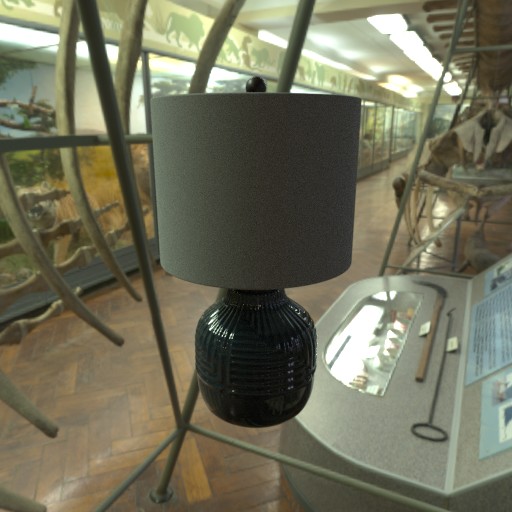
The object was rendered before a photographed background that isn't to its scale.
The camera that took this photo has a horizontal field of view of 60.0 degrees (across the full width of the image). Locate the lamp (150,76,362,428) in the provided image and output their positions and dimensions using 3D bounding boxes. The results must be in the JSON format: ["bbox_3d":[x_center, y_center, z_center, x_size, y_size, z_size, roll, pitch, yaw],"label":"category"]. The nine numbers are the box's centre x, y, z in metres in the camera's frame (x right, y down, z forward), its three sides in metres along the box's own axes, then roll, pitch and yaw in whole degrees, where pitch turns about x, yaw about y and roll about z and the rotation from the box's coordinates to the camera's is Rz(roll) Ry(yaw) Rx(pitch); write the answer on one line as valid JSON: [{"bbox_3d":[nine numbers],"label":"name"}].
[{"bbox_3d":[0.000,0.000,0.752,0.318,0.567,0.318,0,16,0],"label":"lamp"}]
